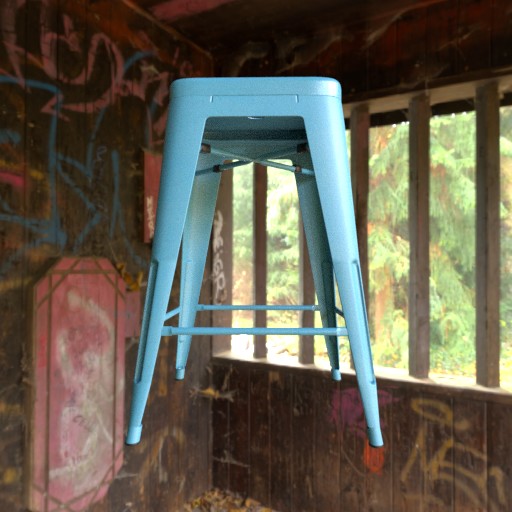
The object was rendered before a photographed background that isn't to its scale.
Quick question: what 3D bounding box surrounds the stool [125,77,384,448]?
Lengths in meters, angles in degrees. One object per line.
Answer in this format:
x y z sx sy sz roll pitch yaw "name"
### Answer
0.000 0.000 0.901 0.410 0.608 0.410 0 -1 1 "stool"
